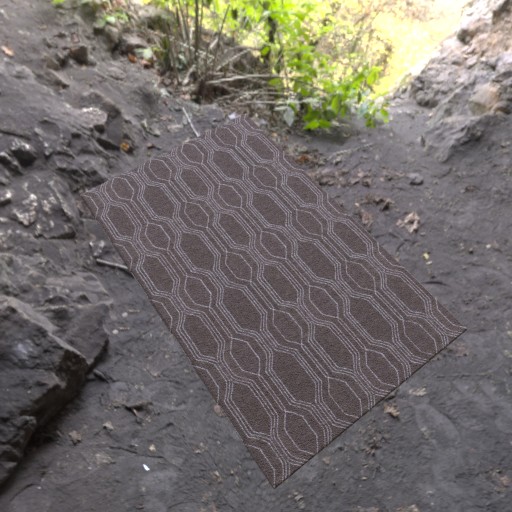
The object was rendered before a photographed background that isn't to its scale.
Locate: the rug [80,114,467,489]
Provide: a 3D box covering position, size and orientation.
[{"bbox_3d":[0.000,0.000,3.096,1.541,0.012,2.457,-32,64,-18],"label":"rug"}]
